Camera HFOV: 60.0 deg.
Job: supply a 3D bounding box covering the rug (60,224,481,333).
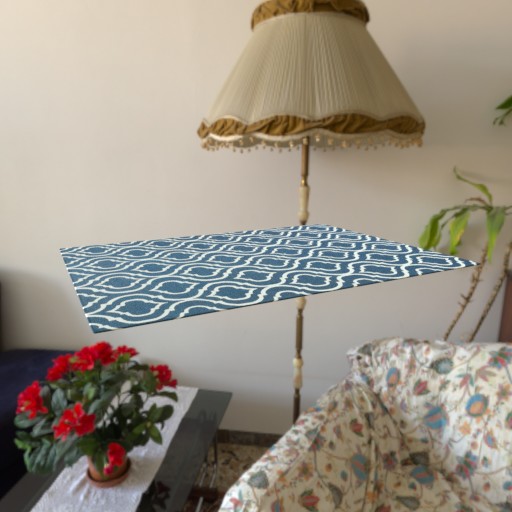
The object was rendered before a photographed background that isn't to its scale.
[{"bbox_3d":[0.000,0.000,4.319,3.353,0.010,2.438,-7,15,-27],"label":"rug"}]
